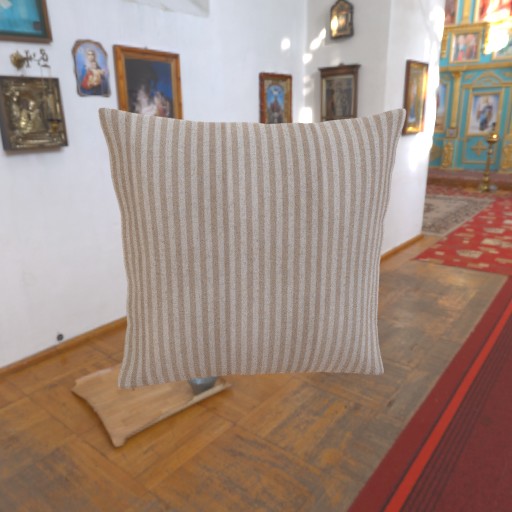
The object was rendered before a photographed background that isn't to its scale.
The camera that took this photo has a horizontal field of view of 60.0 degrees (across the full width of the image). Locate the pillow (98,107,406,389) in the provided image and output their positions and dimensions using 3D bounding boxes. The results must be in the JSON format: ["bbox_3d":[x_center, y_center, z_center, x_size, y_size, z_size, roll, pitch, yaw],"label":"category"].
[{"bbox_3d":[0.000,0.000,0.803,0.523,0.510,0.166,-2,16,-6],"label":"pillow"}]
